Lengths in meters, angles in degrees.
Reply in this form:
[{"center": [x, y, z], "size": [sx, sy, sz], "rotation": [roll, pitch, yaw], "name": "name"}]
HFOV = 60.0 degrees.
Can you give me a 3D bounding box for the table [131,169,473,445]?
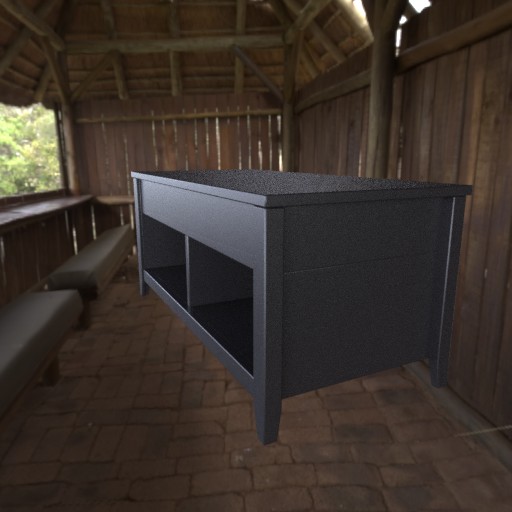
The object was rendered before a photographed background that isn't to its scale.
[{"center": [0.000, 0.000, 1.293], "size": [0.483, 0.457, 1.016], "rotation": [-7, 15, -26], "name": "table"}]
